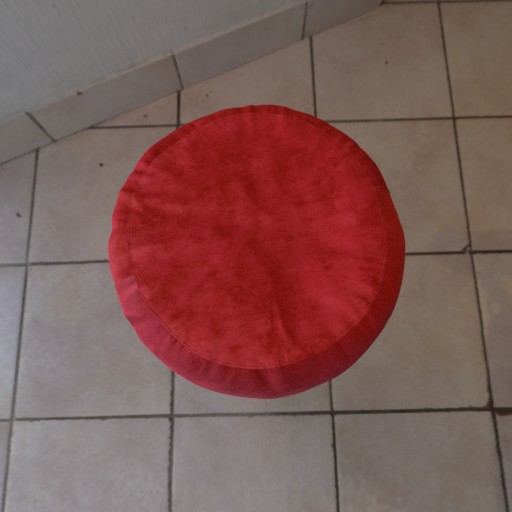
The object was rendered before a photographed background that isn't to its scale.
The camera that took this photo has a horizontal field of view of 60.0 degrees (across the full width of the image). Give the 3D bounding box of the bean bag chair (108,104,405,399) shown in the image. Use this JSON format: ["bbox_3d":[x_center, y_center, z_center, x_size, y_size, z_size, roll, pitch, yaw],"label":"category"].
[{"bbox_3d":[0.000,0.000,1.994,1.219,0.762,1.219,0,77,0],"label":"bean bag chair"}]
